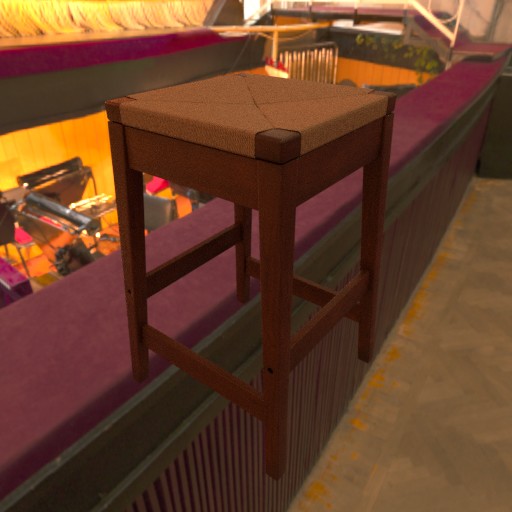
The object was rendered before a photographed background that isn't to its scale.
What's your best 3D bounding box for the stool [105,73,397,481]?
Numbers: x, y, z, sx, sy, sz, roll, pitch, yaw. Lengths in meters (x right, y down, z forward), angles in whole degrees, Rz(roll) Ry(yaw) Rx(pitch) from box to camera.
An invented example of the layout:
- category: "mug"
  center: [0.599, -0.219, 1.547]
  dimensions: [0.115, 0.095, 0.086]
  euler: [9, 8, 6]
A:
- category: "stool"
  center: [0.000, 0.000, 1.100]
  dimensions: [0.507, 0.762, 0.497]
  euler: [22, 38, 32]
